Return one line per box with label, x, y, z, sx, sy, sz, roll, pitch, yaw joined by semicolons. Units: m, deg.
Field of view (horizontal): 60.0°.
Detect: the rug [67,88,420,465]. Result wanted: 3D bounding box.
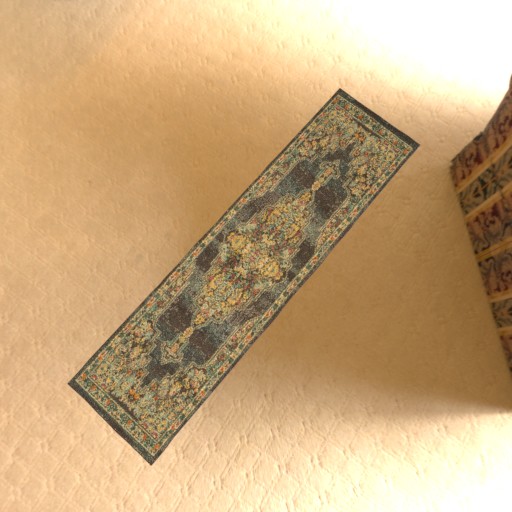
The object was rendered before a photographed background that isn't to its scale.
rug;0.000;0.000;2.435;0.602;0.016;2.283;40;79;9
